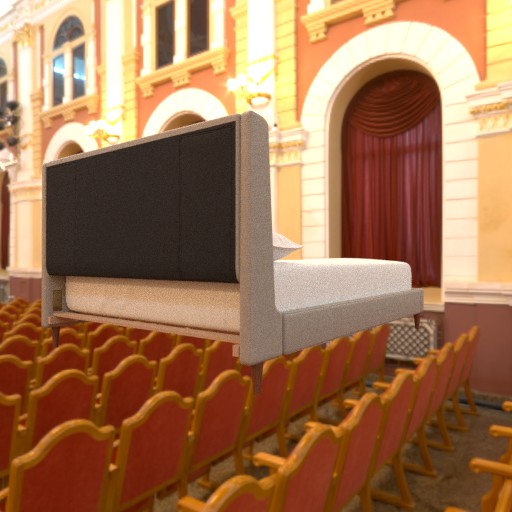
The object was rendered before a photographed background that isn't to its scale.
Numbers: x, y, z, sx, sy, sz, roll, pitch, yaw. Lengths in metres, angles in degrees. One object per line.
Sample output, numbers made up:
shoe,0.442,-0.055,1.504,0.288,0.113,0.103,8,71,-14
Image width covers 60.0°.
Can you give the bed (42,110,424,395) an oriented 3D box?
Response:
bed,0.000,0.000,3.120,1.656,1.147,2.232,0,0,37
